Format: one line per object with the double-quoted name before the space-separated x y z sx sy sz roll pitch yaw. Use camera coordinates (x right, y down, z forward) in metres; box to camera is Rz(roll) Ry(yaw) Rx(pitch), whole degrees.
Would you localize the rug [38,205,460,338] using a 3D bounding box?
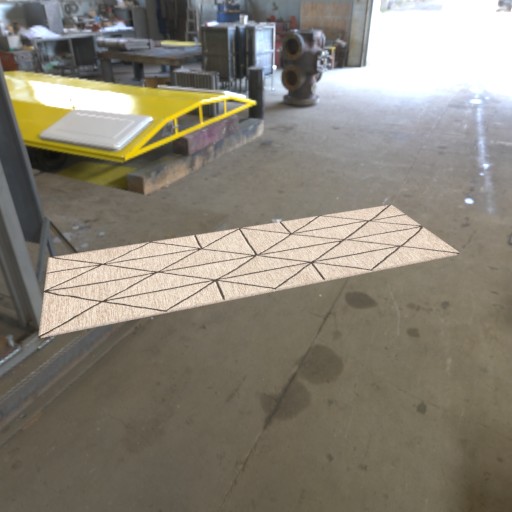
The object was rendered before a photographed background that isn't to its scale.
"rug" 0.000 0.000 2.744 2.438 0.012 0.762 -10 33 -16
